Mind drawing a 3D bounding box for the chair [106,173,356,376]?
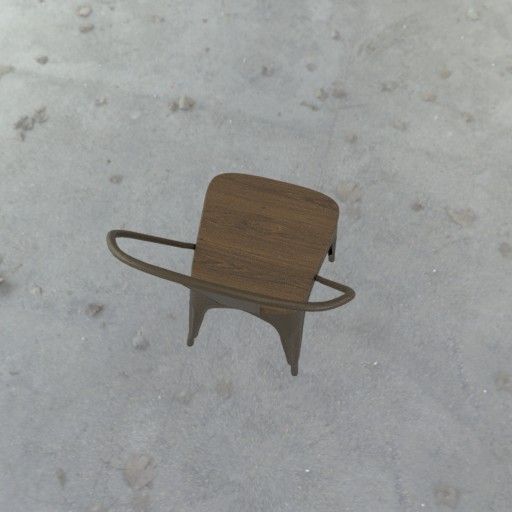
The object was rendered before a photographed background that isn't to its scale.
[{"bbox_3d":[0.000,0.000,1.151,0.451,0.844,0.532,14,65,7],"label":"chair"}]
